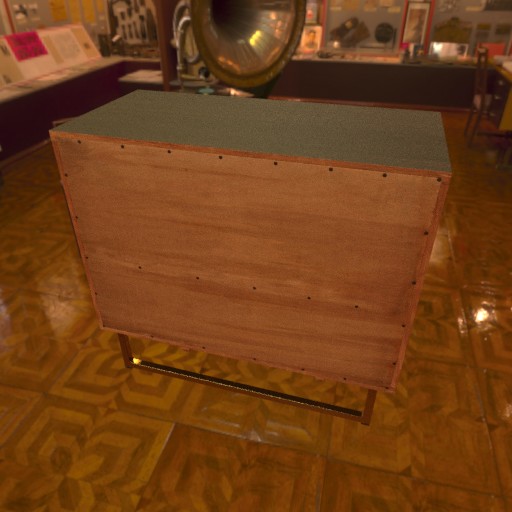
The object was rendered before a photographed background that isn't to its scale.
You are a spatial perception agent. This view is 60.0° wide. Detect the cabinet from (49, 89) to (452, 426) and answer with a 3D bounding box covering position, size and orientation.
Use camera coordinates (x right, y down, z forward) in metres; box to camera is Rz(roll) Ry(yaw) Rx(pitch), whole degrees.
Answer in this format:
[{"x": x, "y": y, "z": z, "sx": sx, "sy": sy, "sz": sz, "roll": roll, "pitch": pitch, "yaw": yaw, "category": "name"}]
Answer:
[{"x": 0.000, "y": 0.000, "z": 1.414, "sx": 0.950, "sy": 0.860, "sz": 0.451, "roll": 9, "pitch": 34, "yaw": 14, "category": "cabinet"}]
